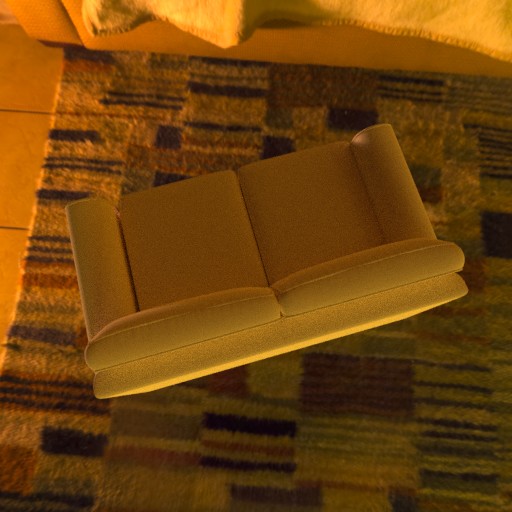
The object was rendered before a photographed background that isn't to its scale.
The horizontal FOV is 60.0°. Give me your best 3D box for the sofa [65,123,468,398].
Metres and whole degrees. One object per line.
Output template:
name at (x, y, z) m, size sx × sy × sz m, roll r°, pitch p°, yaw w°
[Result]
sofa at (0.000, 0.000, 2.286) m, size 1.727 × 0.940 × 0.991 m, roll -15°, pitch 75°, yaw -4°
